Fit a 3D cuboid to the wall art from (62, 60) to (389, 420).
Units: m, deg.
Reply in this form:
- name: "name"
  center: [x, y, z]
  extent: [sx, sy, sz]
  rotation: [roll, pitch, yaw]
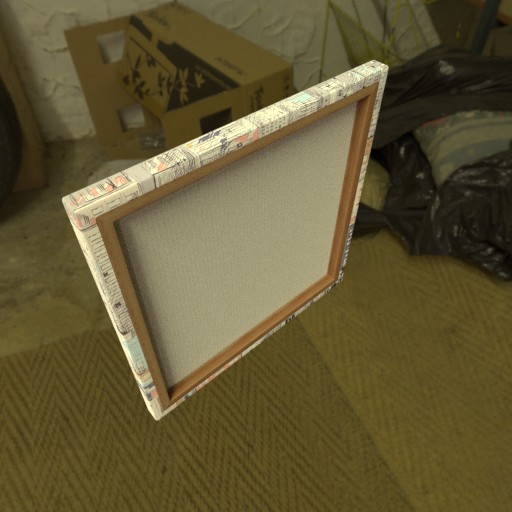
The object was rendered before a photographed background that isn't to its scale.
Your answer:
- name: "wall art"
  center: [0.000, 0.000, 0.894]
  extent: [0.607, 0.608, 0.038]
  rotation: [-32, 55, -27]
